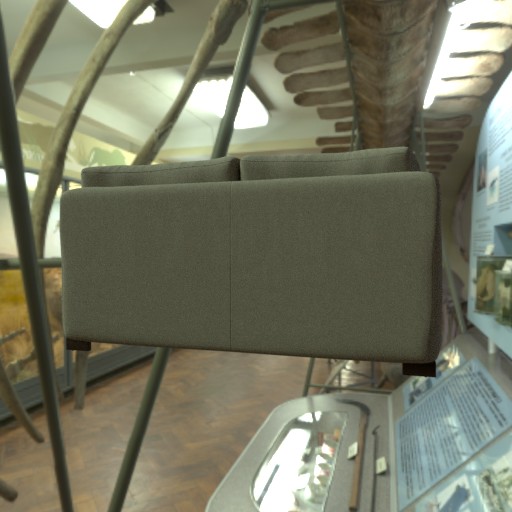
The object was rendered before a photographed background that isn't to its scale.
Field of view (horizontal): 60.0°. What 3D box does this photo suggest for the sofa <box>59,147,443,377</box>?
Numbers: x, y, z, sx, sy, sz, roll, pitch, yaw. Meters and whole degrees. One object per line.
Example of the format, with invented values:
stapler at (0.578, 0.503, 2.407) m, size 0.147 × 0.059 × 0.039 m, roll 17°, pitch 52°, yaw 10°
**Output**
sofa at (0.000, 0.000, 2.477) m, size 1.855 × 0.980 × 0.962 m, roll 0°, pitch 1°, yaw 17°
